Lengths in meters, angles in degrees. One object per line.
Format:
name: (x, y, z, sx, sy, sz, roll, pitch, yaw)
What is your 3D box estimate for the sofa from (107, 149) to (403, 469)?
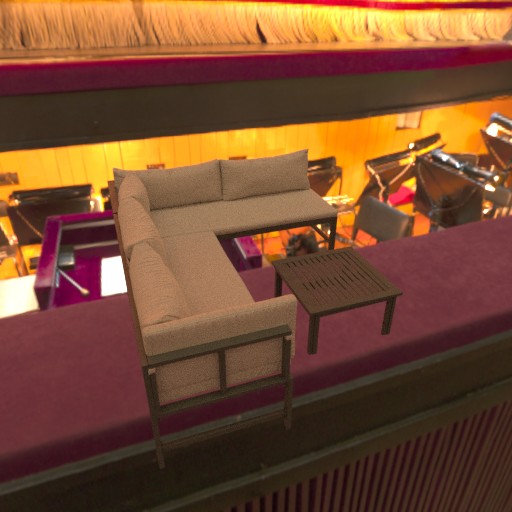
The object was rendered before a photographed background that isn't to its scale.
sofa: (0.000, 0.000, 2.887, 1.658, 0.758, 2.096, -10, 32, -17)
